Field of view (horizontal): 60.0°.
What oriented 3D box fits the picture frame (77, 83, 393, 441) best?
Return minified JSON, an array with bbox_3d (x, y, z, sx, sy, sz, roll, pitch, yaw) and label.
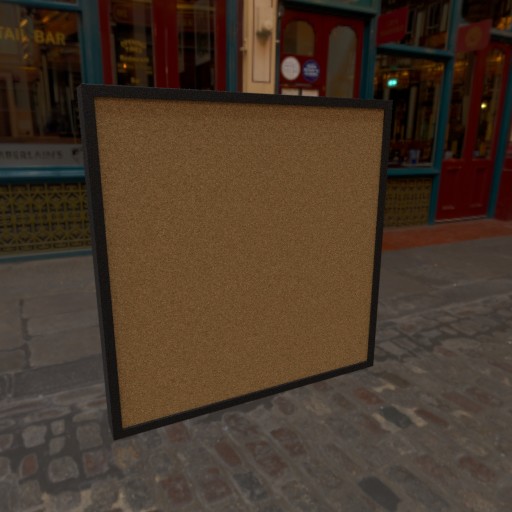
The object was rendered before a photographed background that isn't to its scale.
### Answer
[{"bbox_3d":[0.000,0.000,0.462,0.317,0.317,0.030,-7,16,-26],"label":"picture frame"}]
